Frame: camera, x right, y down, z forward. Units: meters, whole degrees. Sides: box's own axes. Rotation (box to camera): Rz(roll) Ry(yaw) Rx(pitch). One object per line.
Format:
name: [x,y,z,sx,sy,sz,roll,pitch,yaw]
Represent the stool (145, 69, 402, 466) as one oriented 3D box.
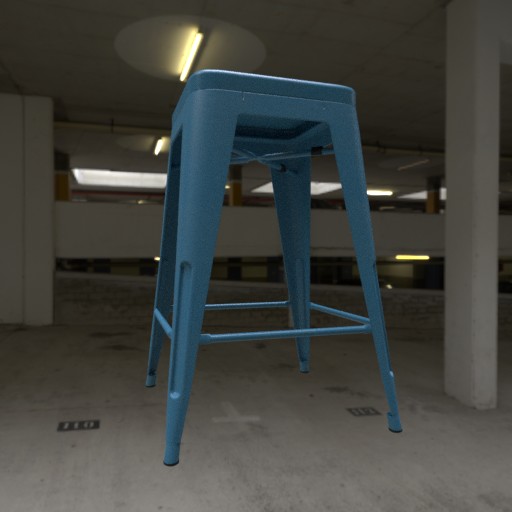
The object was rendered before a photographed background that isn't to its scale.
stool: [0.000,0.000,0.893,0.410,0.608,0.410,0,1,-18]
